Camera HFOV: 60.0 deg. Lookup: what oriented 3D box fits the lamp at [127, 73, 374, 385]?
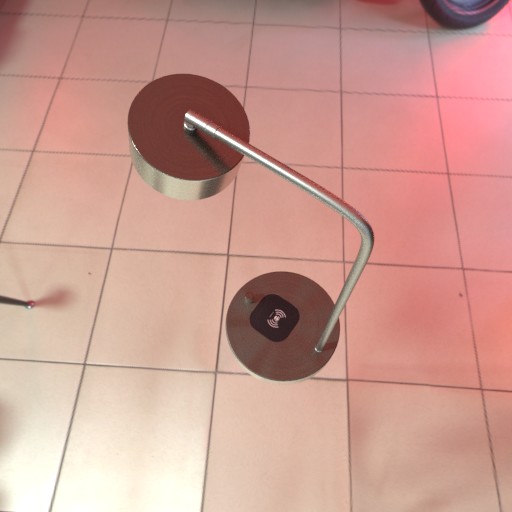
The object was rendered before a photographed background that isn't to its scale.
[{"bbox_3d":[0.000,0.000,0.651,0.334,0.469,0.211,33,68,15],"label":"lamp"}]
